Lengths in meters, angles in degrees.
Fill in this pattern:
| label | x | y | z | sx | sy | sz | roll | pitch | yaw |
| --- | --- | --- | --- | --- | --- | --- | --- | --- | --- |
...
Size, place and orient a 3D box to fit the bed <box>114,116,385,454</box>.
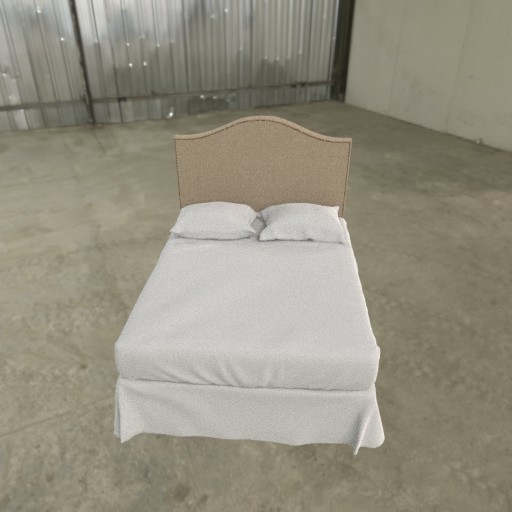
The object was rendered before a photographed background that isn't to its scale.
| label | x | y | z | sx | sy | sz | roll | pitch | yaw |
| --- | --- | --- | --- | --- | --- | --- | --- | --- | --- |
| bed | 0.000 | 0.000 | 3.405 | 1.876 | 1.645 | 2.221 | 2 | 31 | 3 |
